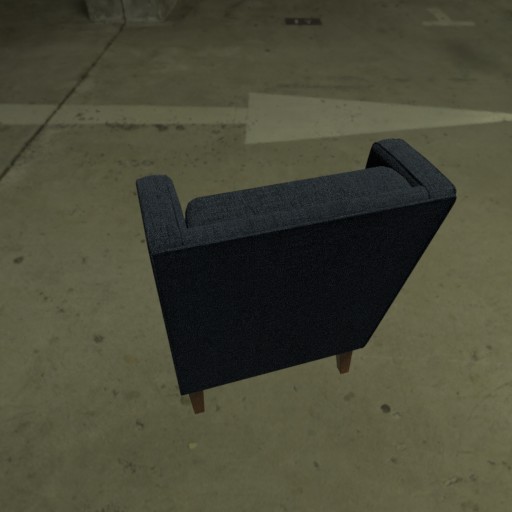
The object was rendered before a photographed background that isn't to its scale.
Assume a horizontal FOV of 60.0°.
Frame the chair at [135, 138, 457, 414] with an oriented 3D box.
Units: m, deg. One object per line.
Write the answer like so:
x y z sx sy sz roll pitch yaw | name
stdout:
0.000 0.000 1.684 0.764 1.072 0.947 -12 43 -12 | chair
